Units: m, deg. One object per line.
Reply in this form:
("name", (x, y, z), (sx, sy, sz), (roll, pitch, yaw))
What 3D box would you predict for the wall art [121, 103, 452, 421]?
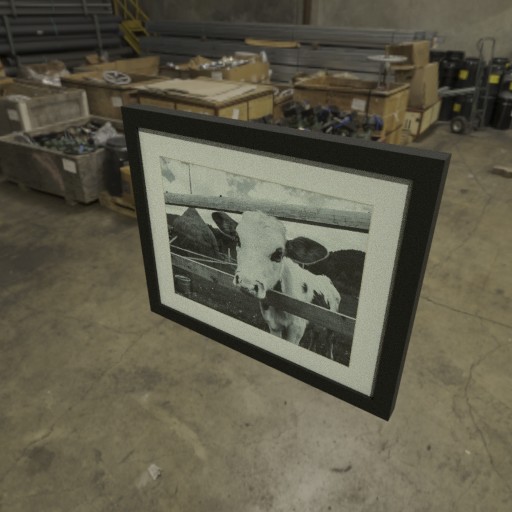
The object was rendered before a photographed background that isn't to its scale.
("wall art", (0.000, 0.000, 0.566), (0.404, 0.329, 0.024), (18, 35, 29))
